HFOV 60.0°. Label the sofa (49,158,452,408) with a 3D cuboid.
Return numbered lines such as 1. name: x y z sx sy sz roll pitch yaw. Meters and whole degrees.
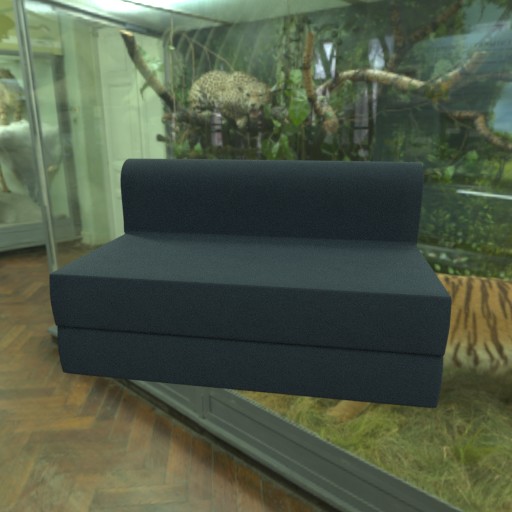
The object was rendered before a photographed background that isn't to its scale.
1. sofa: 0.000 0.000 1.652 1.219 0.660 0.762 3 17 9
